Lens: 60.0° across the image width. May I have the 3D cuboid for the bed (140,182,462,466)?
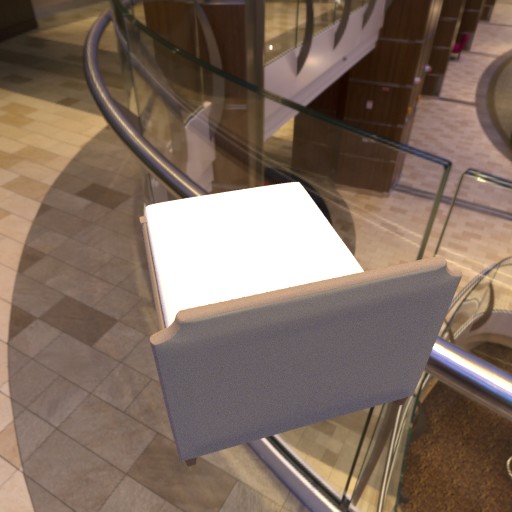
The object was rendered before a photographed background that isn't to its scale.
[{"bbox_3d":[0.000,0.000,3.479,1.713,1.443,2.372,-11,41,-13],"label":"bed"}]
